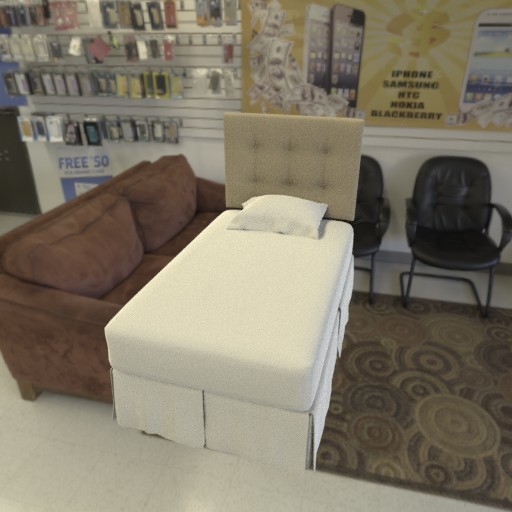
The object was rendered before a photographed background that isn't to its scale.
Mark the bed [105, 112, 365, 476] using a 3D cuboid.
[{"bbox_3d":[0.000,0.000,3.034,1.261,1.571,1.997,8,28,15],"label":"bed"}]
